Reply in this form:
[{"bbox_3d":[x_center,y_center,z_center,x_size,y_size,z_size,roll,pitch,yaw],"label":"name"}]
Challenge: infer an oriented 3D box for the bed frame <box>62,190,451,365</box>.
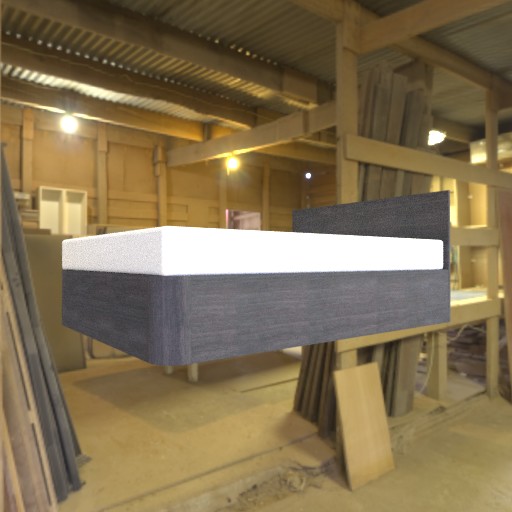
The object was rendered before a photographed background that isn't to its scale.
[{"bbox_3d":[0.000,0.000,2.665,1.900,0.800,1.400,0,-1,-38],"label":"bed frame"}]
